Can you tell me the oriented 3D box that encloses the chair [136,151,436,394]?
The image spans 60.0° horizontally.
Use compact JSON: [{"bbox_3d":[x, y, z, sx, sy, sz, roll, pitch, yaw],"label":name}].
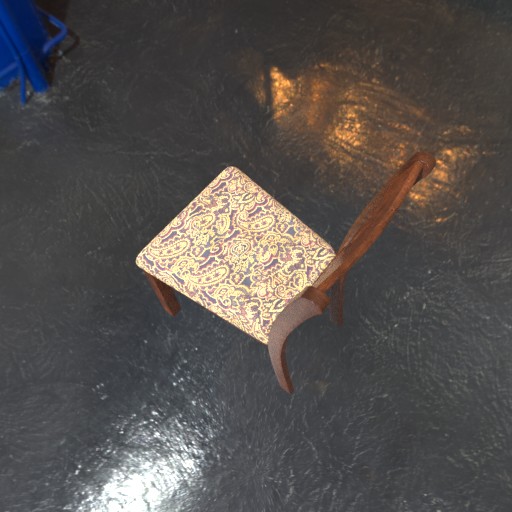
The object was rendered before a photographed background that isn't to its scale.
[{"bbox_3d":[0.000,0.000,1.289,0.584,0.965,0.457,36,69,16],"label":"chair"}]
